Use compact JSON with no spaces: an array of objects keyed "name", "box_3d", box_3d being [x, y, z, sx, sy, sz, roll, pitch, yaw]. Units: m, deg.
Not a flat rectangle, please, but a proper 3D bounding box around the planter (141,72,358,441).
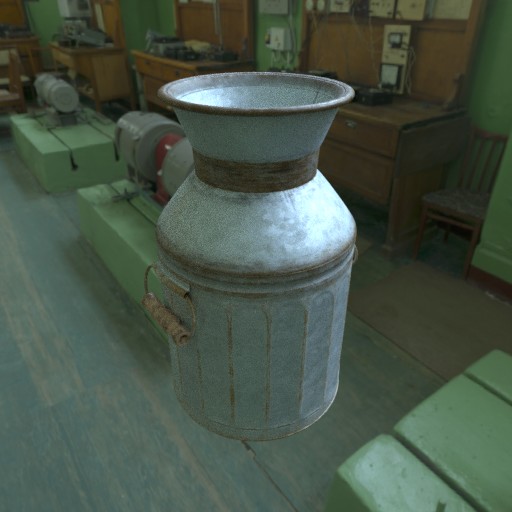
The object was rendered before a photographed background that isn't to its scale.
[{"name":"planter","box_3d":[0.000,0.000,0.494,0.248,0.358,0.215,-21,37,-31]}]
